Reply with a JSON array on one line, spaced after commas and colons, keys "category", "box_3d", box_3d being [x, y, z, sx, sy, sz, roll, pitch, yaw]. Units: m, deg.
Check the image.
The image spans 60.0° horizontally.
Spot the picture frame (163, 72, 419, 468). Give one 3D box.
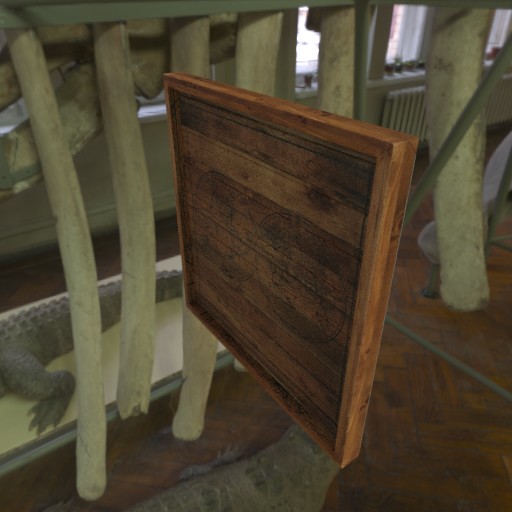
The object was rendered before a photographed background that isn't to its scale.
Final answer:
[{"category": "picture frame", "box_3d": [0.000, 0.000, 0.516, 0.028, 0.356, 0.352, -20, 37, -30]}]
